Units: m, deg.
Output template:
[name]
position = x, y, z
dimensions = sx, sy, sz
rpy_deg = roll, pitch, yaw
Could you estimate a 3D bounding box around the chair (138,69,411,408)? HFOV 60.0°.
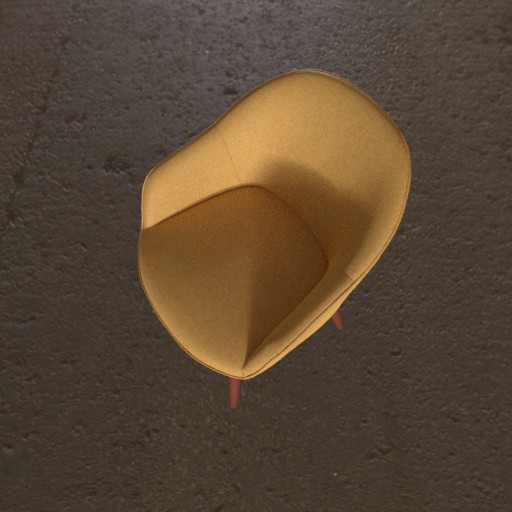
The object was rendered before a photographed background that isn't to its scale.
[chair]
position = 0.000, 0.000, 1.258
dimensions = 0.635, 0.823, 0.596
rpy_deg = -32, 67, -15
